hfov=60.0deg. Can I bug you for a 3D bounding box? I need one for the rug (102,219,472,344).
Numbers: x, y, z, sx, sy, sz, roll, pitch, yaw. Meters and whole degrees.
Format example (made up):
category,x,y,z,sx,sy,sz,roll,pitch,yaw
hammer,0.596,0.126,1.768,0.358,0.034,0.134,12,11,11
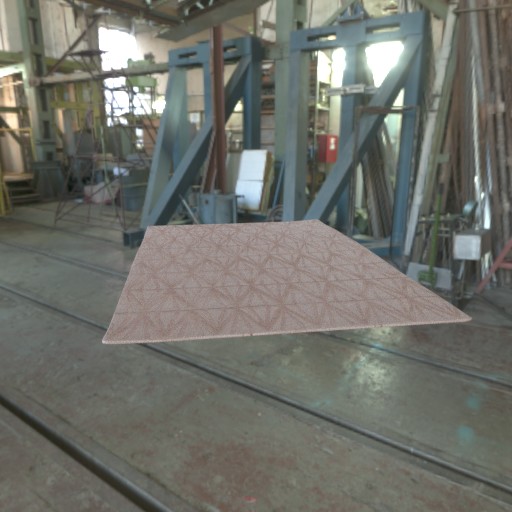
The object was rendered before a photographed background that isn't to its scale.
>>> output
category,x,y,z,sx,sy,sz,roll,pitch,yaw
rug,0.000,0.000,2.288,1.230,0.025,1.837,-2,15,-9
